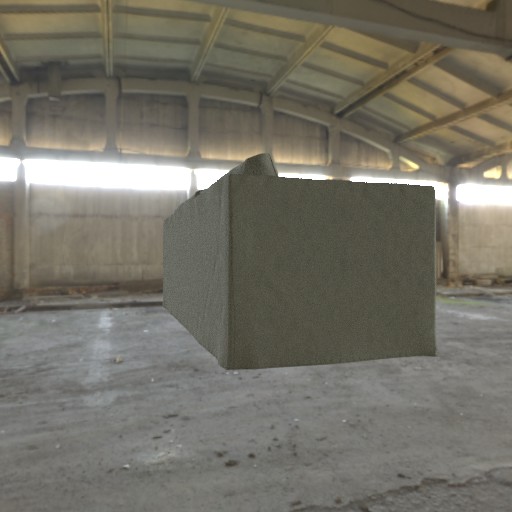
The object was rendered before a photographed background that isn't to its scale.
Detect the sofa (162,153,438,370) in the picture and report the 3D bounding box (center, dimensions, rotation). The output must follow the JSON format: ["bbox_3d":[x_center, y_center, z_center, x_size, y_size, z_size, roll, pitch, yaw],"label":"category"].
[{"bbox_3d":[0.000,0.000,2.836,0.962,0.853,2.312,0,0,-18],"label":"sofa"}]
